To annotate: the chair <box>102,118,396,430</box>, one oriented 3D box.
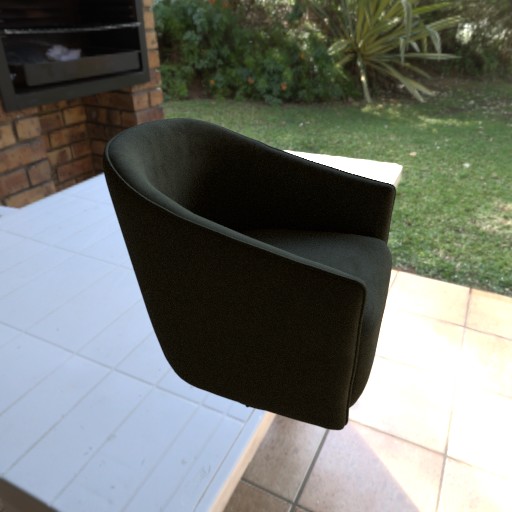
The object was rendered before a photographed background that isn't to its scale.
[{"bbox_3d":[0.000,0.000,1.496,0.875,0.799,0.747,11,31,18],"label":"chair"}]
